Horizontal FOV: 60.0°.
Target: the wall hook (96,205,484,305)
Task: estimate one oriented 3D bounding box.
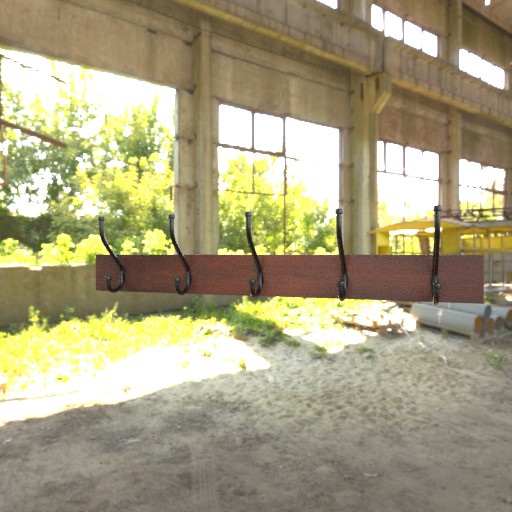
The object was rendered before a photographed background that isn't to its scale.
[{"bbox_3d":[0.000,0.000,0.612,0.571,0.117,0.071,0,0,19],"label":"wall hook"}]
